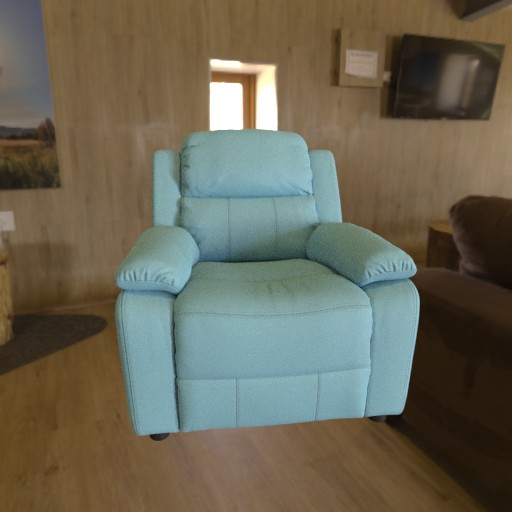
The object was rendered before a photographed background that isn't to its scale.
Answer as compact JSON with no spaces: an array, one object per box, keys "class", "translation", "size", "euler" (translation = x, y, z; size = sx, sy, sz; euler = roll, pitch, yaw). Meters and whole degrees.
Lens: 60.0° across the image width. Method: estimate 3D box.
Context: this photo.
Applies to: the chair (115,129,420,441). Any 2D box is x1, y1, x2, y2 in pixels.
[{"class":"chair","translation":[0.000,0.000,1.240],"size":[0.680,0.702,0.709],"euler":[-2,14,-7]}]
